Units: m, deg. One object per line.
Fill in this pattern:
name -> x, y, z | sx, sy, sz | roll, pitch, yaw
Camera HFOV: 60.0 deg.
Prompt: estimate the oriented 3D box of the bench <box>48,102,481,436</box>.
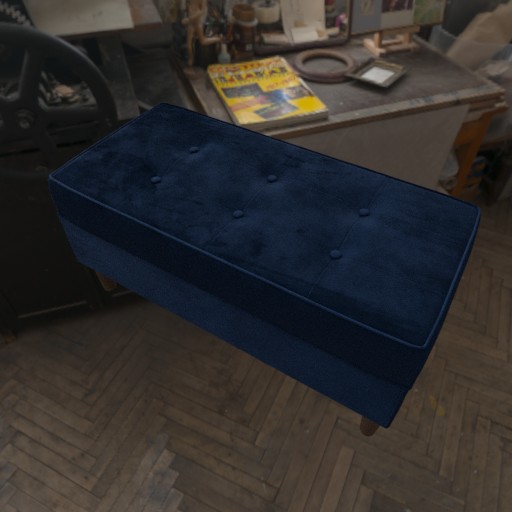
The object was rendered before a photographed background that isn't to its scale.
bench -> 0.000, 0.000, 1.259 | 1.010, 0.467, 0.489 | 24, 51, 21
